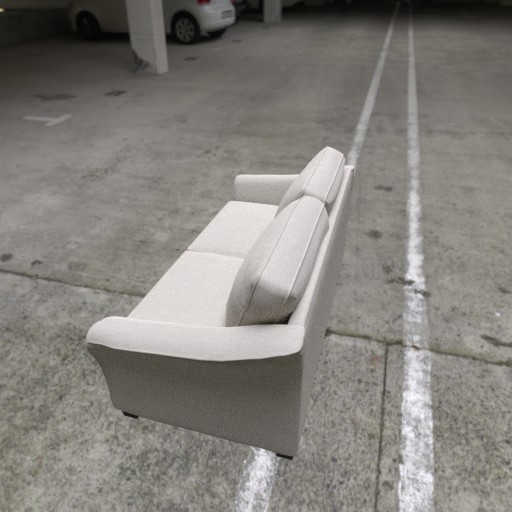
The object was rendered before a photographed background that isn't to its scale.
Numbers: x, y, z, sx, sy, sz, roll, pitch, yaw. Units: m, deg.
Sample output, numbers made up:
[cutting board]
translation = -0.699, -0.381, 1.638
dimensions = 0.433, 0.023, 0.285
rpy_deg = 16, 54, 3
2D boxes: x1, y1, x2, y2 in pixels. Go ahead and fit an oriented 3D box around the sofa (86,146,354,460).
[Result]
[sofa]
translation = 0.000, 0.000, 2.793
dimensions = 0.980, 0.965, 2.270
rpy_deg = 8, 30, 14
